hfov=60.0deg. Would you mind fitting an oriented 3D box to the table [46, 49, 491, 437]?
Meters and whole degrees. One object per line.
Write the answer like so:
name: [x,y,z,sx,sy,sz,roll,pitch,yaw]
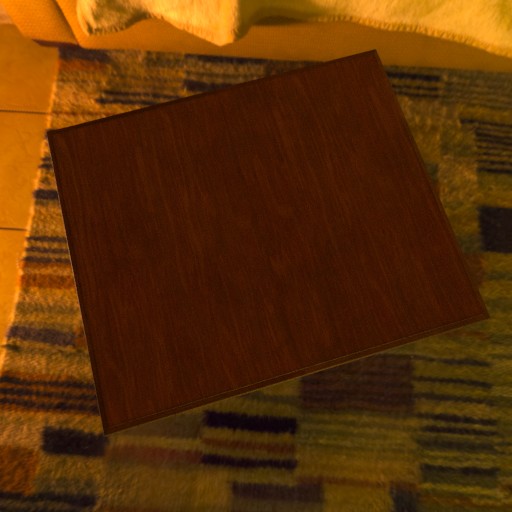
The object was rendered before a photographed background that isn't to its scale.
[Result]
table: [0.000,0.000,1.545,0.991,0.761,0.838,-16,76,-4]
